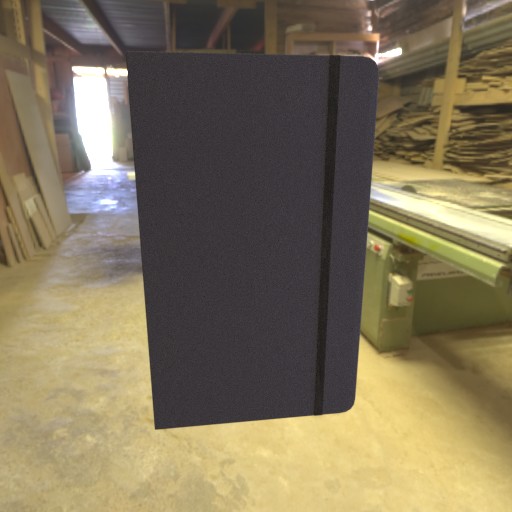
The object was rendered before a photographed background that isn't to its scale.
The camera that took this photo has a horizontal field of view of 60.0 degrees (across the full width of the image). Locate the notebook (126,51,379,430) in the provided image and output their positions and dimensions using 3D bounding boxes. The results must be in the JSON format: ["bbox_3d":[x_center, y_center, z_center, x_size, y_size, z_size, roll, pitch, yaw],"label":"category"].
[{"bbox_3d":[0.000,0.000,0.256,0.127,0.213,0.016,-2,17,-8],"label":"notebook"}]
